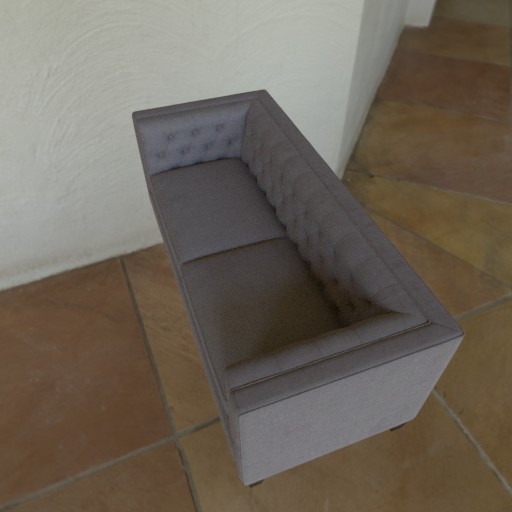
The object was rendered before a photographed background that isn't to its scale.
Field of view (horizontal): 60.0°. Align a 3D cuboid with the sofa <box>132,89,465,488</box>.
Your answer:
[{"bbox_3d":[0.000,0.000,2.151,0.775,0.762,1.778,-15,48,-14],"label":"sofa"}]
